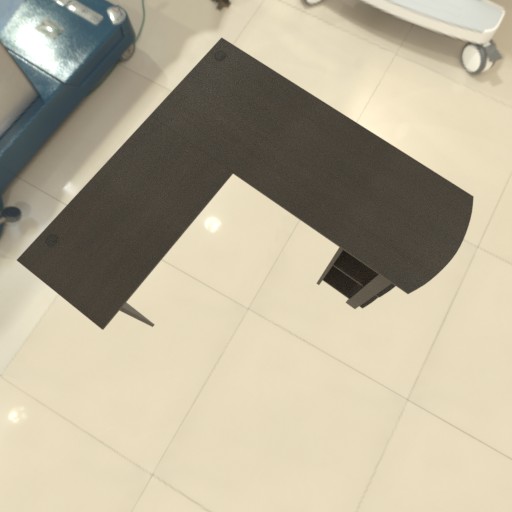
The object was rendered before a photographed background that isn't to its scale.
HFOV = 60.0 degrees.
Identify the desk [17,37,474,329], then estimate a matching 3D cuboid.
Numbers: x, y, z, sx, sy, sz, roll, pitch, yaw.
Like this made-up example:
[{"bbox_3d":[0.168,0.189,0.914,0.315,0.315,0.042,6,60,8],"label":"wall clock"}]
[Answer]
[{"bbox_3d":[0.000,0.000,2.102,1.361,0.716,1.303,36,78,9],"label":"desk"}]
